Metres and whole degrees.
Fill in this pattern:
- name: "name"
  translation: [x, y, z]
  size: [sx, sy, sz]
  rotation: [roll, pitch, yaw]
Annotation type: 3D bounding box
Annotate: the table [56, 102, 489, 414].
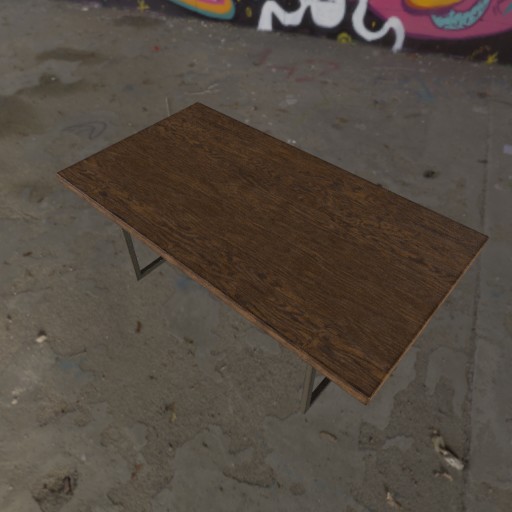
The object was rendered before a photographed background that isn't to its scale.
- name: "table"
  translation: [0.000, 0.000, 2.551]
  size: [1.989, 0.795, 1.078]
  rotation: [32, 54, 27]
